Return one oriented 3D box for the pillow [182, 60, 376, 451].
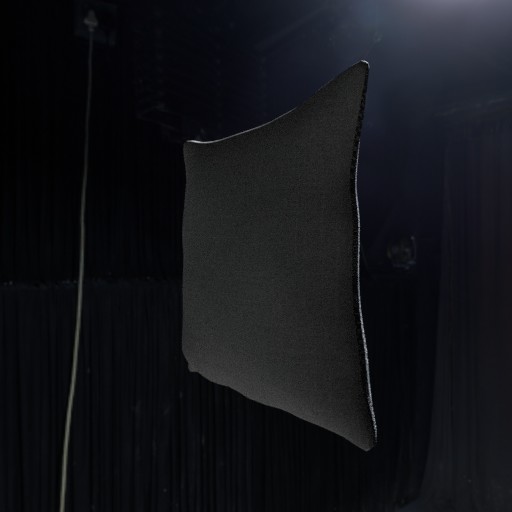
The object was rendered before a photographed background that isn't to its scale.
[{"bbox_3d":[0.000,0.000,0.663,0.138,0.432,0.435,0,0,-36],"label":"pillow"}]
